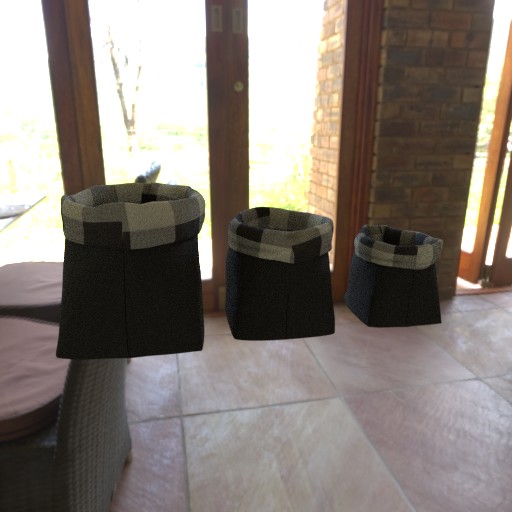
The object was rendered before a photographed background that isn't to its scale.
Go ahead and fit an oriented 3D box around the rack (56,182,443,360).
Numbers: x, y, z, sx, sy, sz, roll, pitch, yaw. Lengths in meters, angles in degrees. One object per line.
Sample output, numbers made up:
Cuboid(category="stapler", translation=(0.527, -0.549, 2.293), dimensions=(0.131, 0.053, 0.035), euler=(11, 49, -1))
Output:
Cuboid(category="rack", translation=(0.000, 0.000, 1.074), dimensions=(0.889, 0.329, 0.370), euler=(-2, 17, -8))
